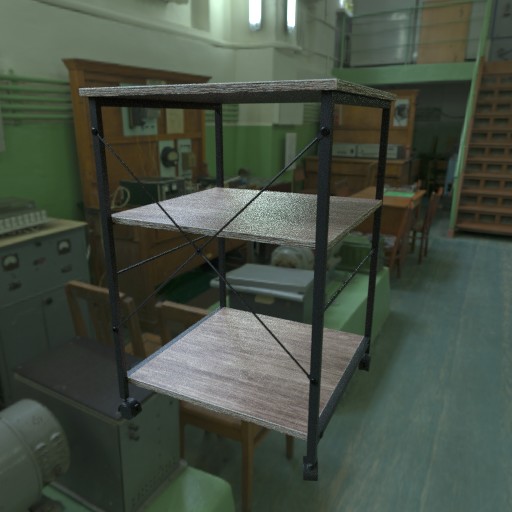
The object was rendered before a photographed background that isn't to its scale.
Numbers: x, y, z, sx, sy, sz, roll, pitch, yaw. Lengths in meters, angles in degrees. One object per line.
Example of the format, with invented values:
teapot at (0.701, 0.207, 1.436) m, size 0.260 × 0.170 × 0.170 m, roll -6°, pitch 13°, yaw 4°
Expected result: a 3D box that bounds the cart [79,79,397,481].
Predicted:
cart at (0.000, 0.000, 1.096) m, size 0.521 × 0.762 × 0.520 m, roll 8°, pitch 19°, yaw 25°
